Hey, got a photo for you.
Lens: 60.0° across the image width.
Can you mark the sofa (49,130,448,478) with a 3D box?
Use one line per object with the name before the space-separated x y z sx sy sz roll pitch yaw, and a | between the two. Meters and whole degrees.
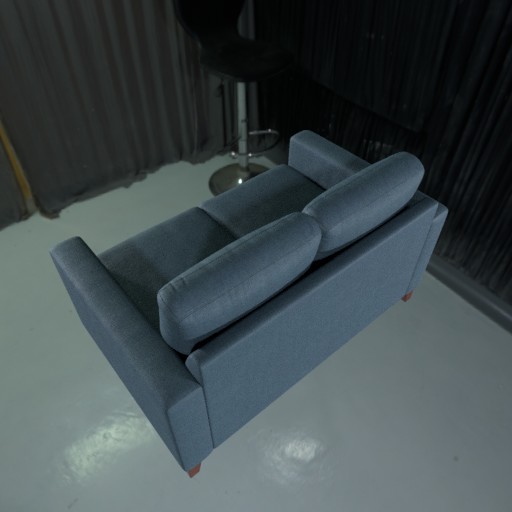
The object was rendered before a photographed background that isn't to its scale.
sofa | 0.000 0.000 2.034 1.489 0.903 0.955 -31 53 -27
